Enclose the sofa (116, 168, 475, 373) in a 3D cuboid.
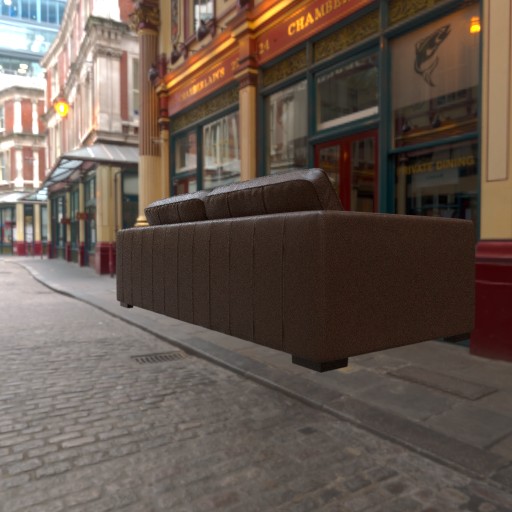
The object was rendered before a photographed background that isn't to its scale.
[{"bbox_3d":[0.000,0.000,2.769,1.070,0.801,2.262,-1,1,-35],"label":"sofa"}]
